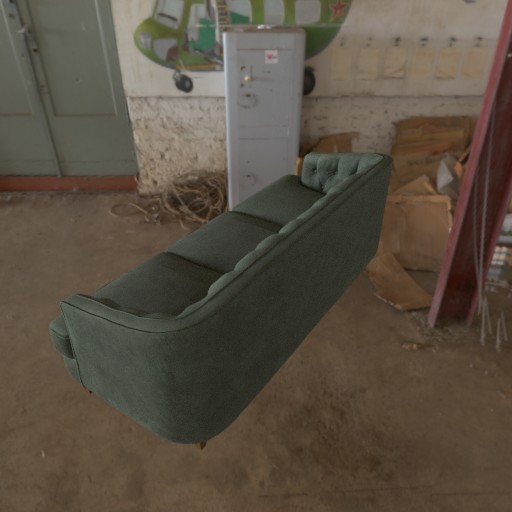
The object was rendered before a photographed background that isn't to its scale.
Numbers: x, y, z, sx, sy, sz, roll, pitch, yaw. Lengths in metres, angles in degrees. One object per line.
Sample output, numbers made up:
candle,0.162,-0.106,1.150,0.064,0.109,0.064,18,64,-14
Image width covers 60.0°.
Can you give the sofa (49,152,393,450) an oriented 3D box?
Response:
sofa,0.000,0.000,2.707,0.941,0.855,2.278,21,38,28
